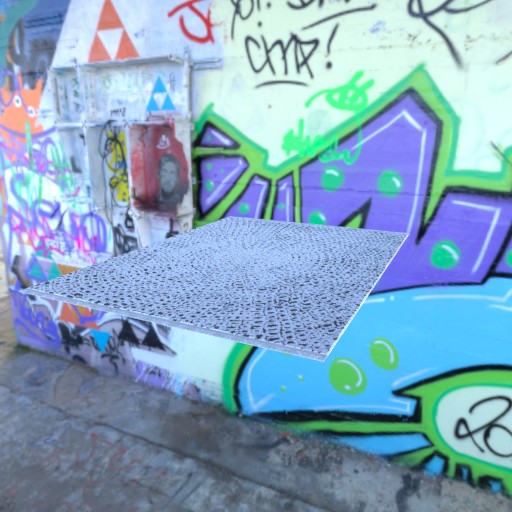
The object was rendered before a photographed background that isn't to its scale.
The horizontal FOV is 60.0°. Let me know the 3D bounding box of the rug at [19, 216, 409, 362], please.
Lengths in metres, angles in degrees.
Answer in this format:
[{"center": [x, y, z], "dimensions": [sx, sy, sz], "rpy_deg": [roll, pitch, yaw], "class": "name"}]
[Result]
[{"center": [0.000, 0.000, 2.119], "dimensions": [1.190, 0.003, 1.634], "rpy_deg": [8, 18, 25], "class": "rug"}]
